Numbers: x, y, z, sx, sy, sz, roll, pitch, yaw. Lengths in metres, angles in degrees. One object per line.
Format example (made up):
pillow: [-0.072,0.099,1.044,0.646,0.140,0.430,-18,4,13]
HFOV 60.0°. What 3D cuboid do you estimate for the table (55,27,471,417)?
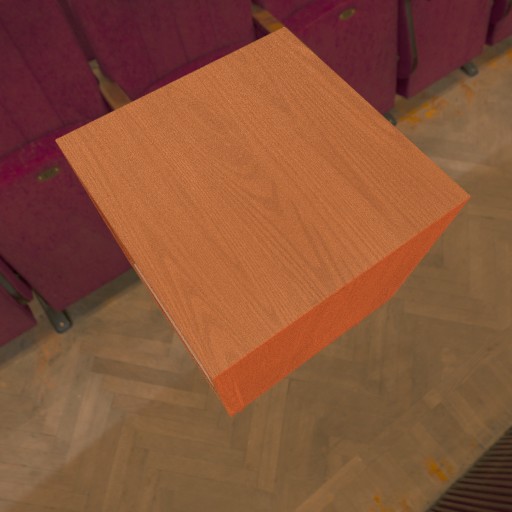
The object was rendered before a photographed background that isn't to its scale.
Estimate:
table: [0.000,0.000,0.842,0.400,0.550,0.400,-33,69,-15]
